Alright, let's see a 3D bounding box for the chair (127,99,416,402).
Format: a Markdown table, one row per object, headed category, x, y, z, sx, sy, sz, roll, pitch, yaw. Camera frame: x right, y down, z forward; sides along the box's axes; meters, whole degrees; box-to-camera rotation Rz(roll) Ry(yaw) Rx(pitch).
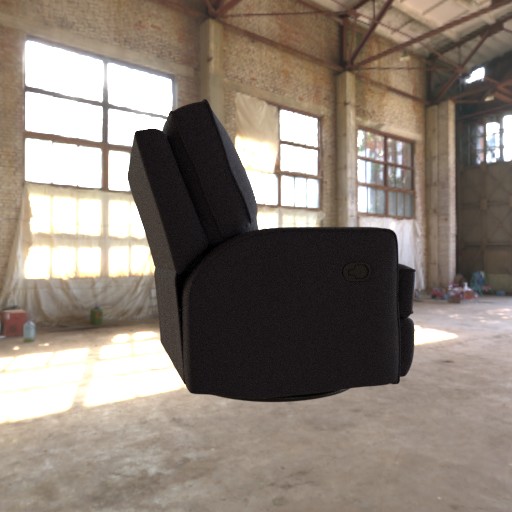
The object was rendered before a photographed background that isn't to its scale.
| category | x | y | z | sx | sy | sz | roll | pitch | yaw |
| --- | --- | --- | --- | --- | --- | --- | --- | --- | --- |
| chair | 0.000 | 0.000 | 1.758 | 0.964 | 0.962 | 0.861 | 0 | 0 | -18 |
